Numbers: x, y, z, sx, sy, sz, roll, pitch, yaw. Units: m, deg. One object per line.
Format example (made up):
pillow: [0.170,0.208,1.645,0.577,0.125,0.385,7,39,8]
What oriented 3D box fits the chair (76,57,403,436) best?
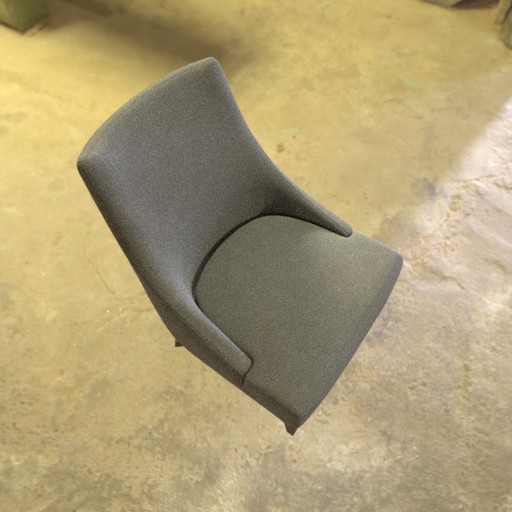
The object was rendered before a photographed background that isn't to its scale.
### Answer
chair: [0.000,0.000,1.483,0.861,0.909,0.701,32,63,18]
